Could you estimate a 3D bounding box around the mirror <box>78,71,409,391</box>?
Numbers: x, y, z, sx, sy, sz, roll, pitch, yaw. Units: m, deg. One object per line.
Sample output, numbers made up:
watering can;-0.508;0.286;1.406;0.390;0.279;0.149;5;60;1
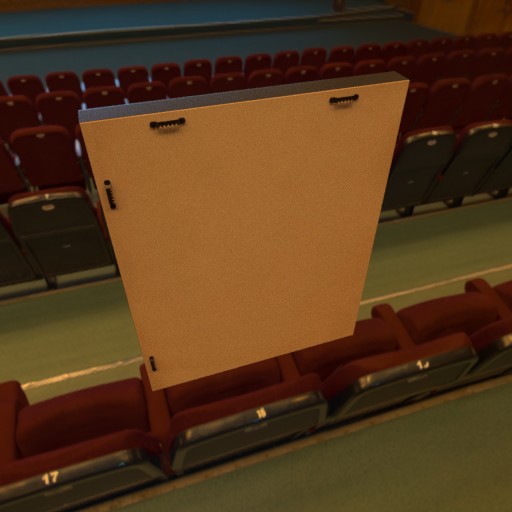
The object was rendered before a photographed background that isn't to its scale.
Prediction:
mirror;0.000;0.000;0.694;0.405;0.508;0.041;-12;42;-14
